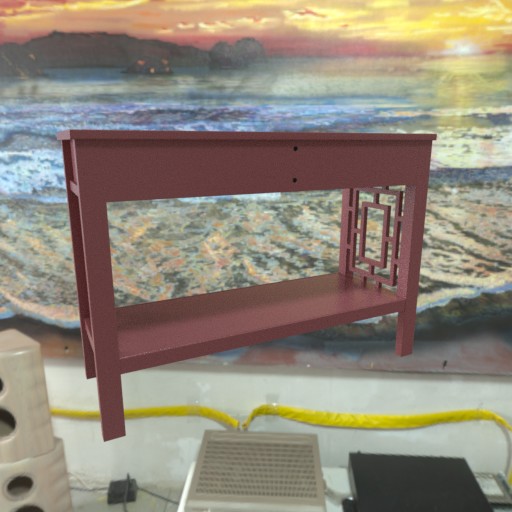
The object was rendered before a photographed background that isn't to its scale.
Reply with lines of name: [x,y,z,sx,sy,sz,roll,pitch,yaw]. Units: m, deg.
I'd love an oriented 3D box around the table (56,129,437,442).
table: [0.000,0.000,1.412,1.068,0.753,0.397,-7,16,-26]
